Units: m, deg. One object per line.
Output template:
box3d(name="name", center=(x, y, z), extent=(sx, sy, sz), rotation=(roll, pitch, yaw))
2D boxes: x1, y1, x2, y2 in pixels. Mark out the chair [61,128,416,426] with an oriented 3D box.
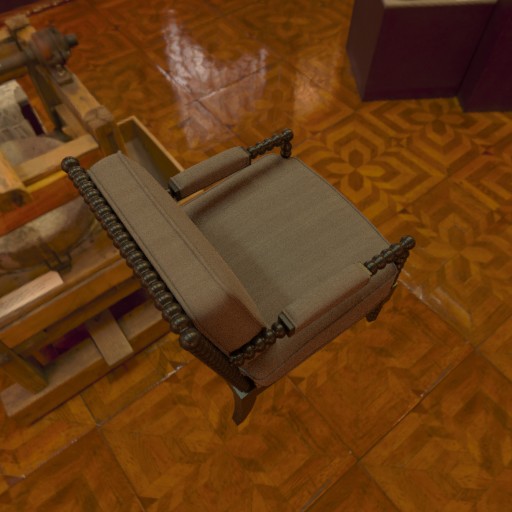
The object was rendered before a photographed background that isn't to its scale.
box3d(name="chair", center=(0.000, 0.000, 1.139), extent=(0.622, 0.661, 0.540), rotation=(-31, 62, -19))
